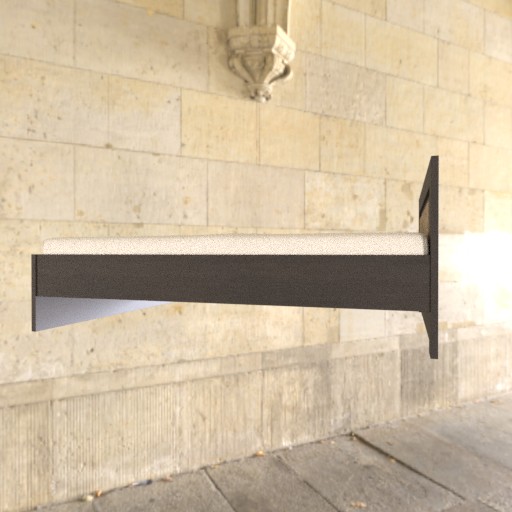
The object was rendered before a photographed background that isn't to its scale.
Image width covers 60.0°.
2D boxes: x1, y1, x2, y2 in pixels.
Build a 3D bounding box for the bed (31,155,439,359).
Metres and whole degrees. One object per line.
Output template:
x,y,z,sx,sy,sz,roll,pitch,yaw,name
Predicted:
0.000,0.000,2.858,2.073,0.823,1.585,0,0,18,bed
